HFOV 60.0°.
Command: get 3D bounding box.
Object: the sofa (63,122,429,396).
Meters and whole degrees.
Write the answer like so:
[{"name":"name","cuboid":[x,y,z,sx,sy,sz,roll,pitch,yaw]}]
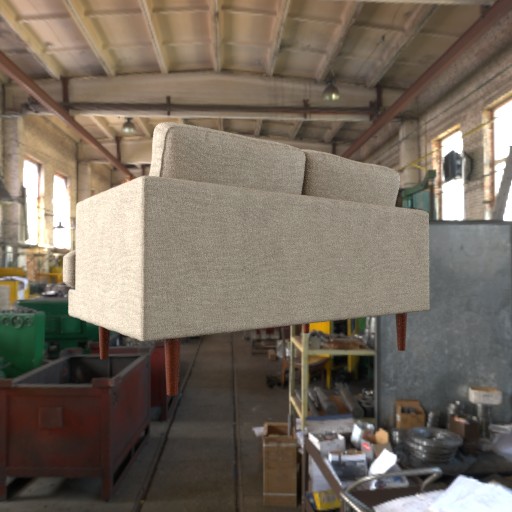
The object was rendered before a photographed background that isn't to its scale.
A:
[{"name":"sofa","cuboid":[0.000,0.000,2.159,1.582,0.944,0.903,1,-1,-37]}]
